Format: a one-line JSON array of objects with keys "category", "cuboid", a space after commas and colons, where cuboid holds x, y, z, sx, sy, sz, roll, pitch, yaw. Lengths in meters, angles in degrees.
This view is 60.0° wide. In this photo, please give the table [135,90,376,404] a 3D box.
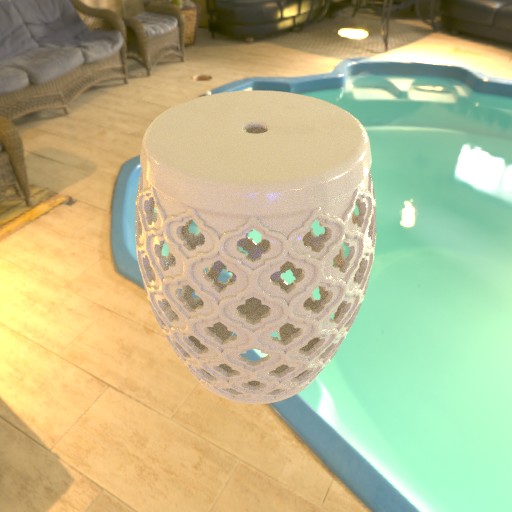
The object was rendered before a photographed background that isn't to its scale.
[{"category": "table", "cuboid": [0.000, 0.000, 0.639, 0.325, 0.388, 0.325, 0, 40, 0]}]
